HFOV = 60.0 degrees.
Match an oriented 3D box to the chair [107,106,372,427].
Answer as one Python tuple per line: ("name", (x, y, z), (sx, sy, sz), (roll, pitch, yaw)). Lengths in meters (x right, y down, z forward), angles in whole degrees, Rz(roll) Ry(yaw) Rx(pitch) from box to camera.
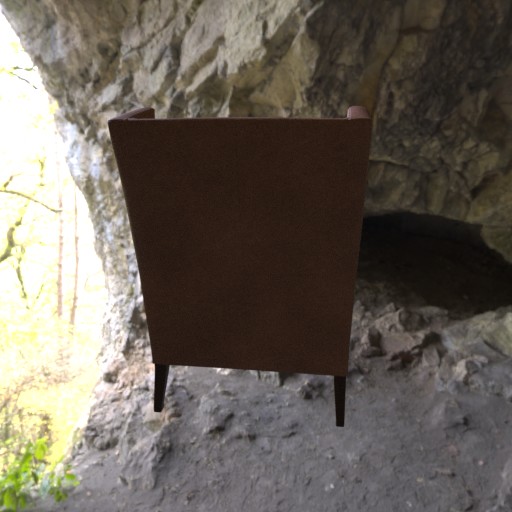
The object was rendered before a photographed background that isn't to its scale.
("chair", (0.000, 0.000, 1.727), (0.815, 1.088, 0.913), (2, 16, 7))
